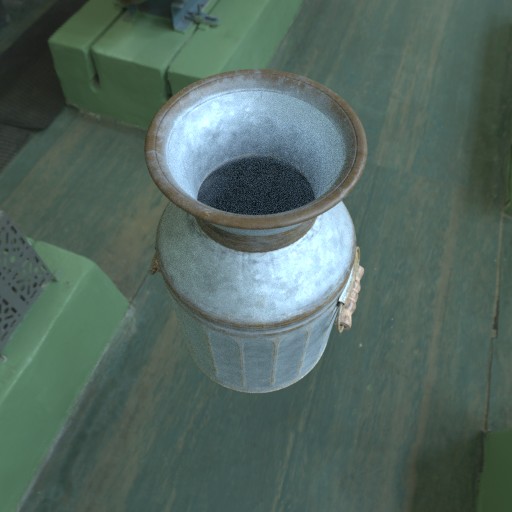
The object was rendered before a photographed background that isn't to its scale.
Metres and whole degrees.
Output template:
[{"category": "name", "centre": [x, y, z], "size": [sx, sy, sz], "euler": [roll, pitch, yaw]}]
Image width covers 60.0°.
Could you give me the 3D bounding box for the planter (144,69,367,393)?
[{"category": "planter", "centre": [0.000, 0.000, 0.504], "size": [0.248, 0.358, 0.215], "euler": [16, 59, 10]}]
